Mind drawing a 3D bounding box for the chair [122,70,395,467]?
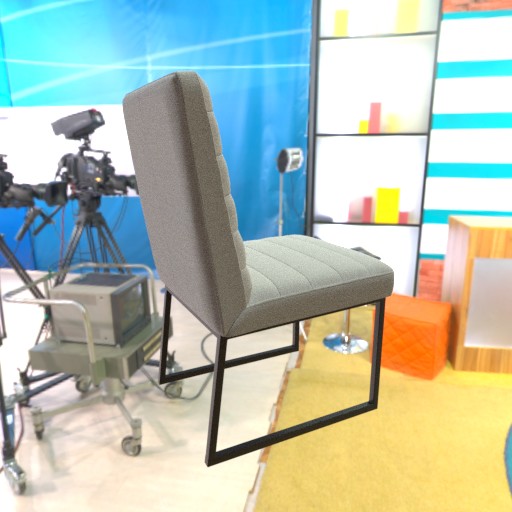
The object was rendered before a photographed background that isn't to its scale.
[{"bbox_3d":[0.000,0.000,1.309,0.634,0.930,0.520,-7,16,-26],"label":"chair"}]
